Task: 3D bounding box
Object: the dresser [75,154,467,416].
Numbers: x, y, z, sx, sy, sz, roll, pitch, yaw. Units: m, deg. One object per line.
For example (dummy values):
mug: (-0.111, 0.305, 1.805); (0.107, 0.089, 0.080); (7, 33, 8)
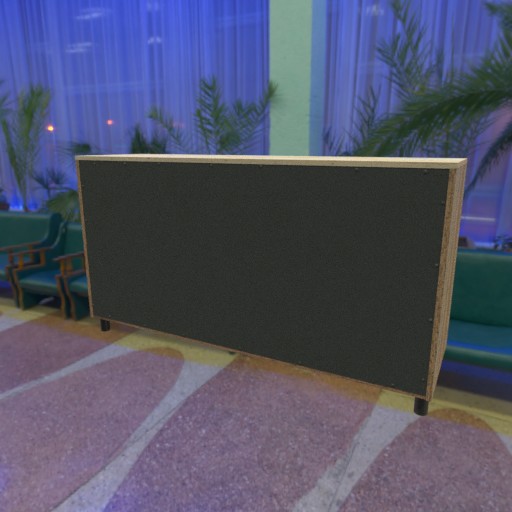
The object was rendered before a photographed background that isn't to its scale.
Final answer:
dresser: (0.000, 0.000, 1.909); (1.547, 0.834, 0.487); (7, 16, 27)
